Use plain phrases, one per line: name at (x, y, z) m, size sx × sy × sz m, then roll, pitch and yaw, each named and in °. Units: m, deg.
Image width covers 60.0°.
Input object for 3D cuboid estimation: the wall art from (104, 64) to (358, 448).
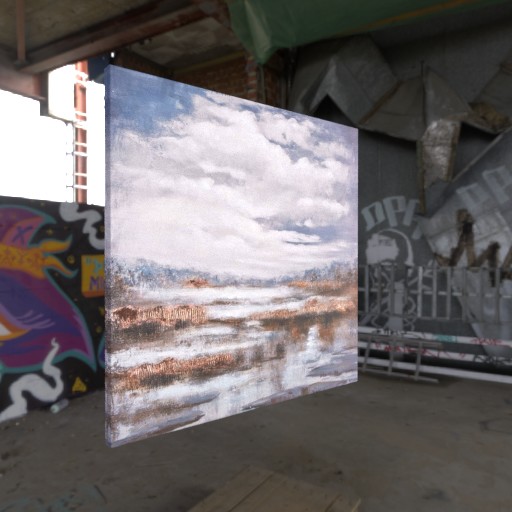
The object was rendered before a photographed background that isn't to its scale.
wall art at (0.000, 0.000, 1.316) m, size 0.888 × 0.897 × 0.035 m, roll 0°, pitch 1°, yaw -38°
